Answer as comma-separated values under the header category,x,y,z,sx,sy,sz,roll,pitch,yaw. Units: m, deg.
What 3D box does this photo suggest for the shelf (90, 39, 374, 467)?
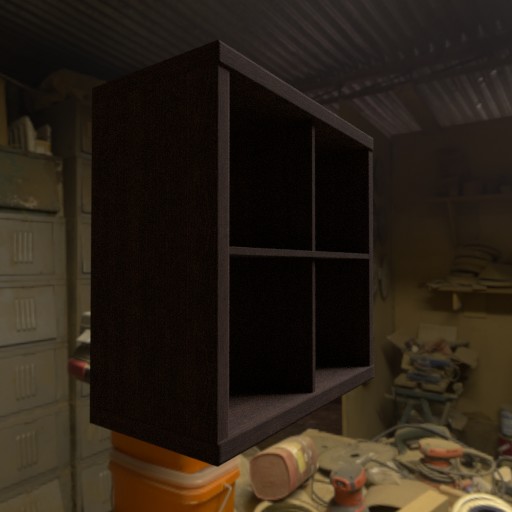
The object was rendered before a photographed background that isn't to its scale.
category,x,y,z,sx,sy,sz,roll,pitch,yaw
shelf,0.000,0.000,1.250,0.390,0.786,0.790,-1,-1,35
